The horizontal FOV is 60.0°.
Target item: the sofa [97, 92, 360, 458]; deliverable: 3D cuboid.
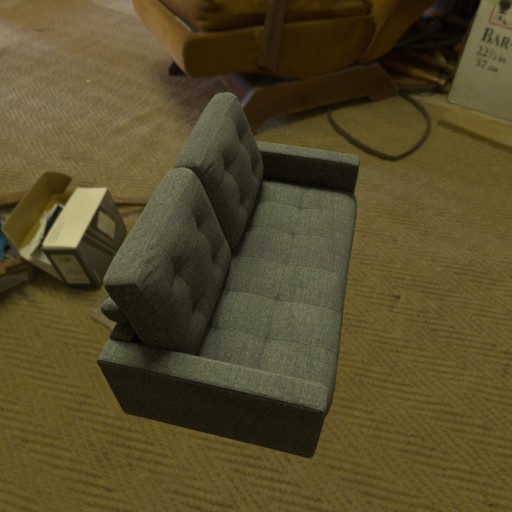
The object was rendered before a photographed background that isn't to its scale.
[{"bbox_3d":[0.000,0.000,1.972,0.842,0.907,1.407,10,48,9],"label":"sofa"}]
